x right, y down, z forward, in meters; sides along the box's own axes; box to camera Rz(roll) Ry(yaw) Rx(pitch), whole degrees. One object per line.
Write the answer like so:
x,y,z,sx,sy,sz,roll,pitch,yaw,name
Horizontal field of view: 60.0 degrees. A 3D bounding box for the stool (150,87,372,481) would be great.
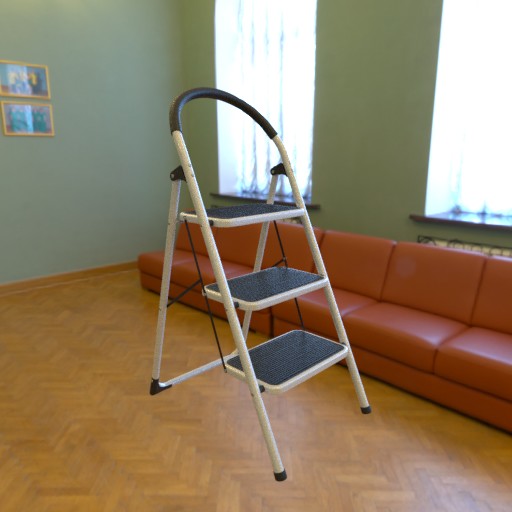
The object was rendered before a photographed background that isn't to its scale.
0.000,0.000,1.489,0.676,1.109,0.485,13,18,43,stool
